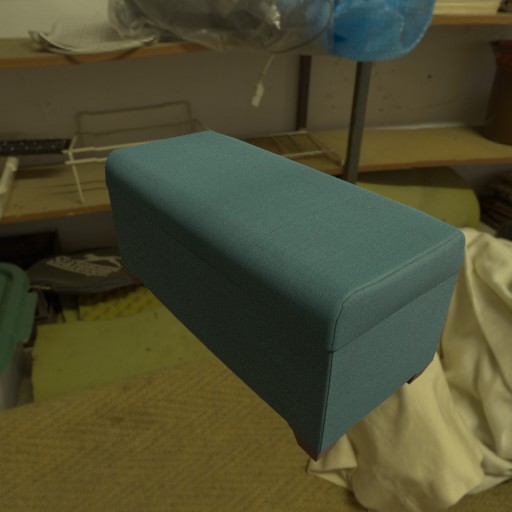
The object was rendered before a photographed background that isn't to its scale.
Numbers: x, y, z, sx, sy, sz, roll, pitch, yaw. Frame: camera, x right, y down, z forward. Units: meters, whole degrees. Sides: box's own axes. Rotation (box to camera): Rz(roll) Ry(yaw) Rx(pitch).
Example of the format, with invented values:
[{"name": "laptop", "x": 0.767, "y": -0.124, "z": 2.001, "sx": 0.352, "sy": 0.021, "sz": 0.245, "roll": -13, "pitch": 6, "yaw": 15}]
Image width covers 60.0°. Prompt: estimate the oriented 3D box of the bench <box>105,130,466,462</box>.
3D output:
[{"name": "bench", "x": 0.000, "y": 0.000, "z": 1.281, "sx": 0.476, "sy": 0.474, "sz": 0.995, "roll": -23, "pitch": 39, "yaw": -32}]
